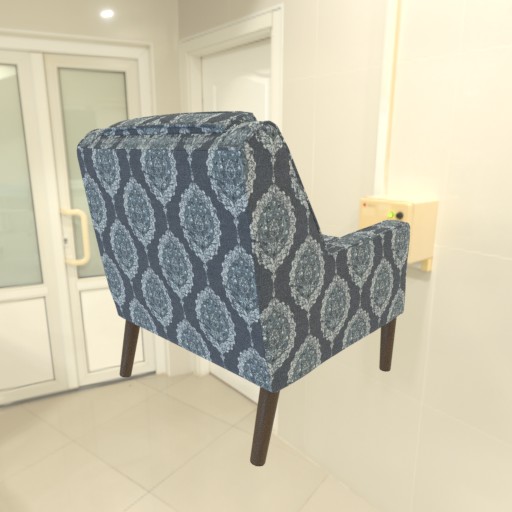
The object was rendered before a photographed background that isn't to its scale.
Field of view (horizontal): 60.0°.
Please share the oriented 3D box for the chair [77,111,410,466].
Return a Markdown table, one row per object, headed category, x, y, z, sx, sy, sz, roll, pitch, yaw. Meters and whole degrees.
| category | x | y | z | sx | sy | sz | roll | pitch | yaw |
| --- | --- | --- | --- | --- | --- | --- | --- | --- | --- |
| chair | 0.000 | 0.000 | 1.328 | 0.663 | 0.792 | 0.743 | 13 | 19 | 42 |
